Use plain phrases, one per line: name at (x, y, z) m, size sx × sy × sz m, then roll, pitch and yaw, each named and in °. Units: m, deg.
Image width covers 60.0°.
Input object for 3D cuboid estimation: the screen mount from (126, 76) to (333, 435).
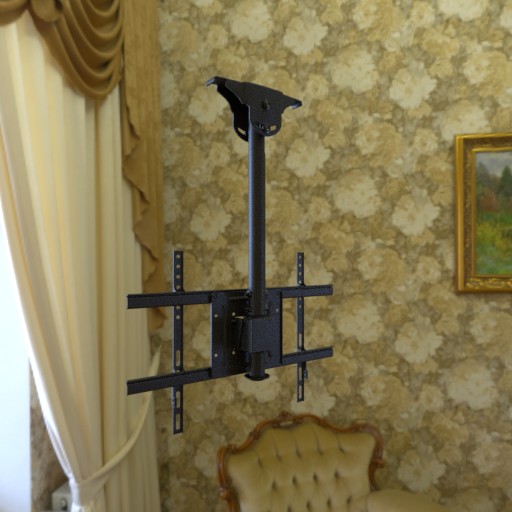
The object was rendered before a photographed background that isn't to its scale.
screen mount at (0.000, 0.000, 1.043) m, size 0.595 × 0.775 × 0.090 m, roll 0°, pitch -1°, yaw -37°
